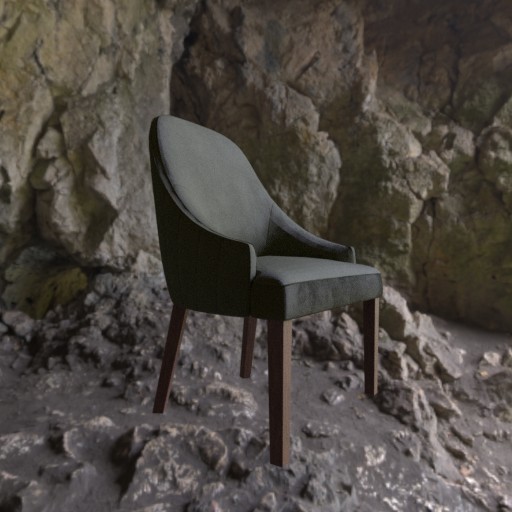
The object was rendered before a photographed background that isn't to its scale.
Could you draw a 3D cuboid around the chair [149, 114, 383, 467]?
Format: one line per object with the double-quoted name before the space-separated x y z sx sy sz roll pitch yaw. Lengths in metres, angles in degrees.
"chair" 0.000 0.000 1.332 0.575 0.889 0.643 0 0 34
